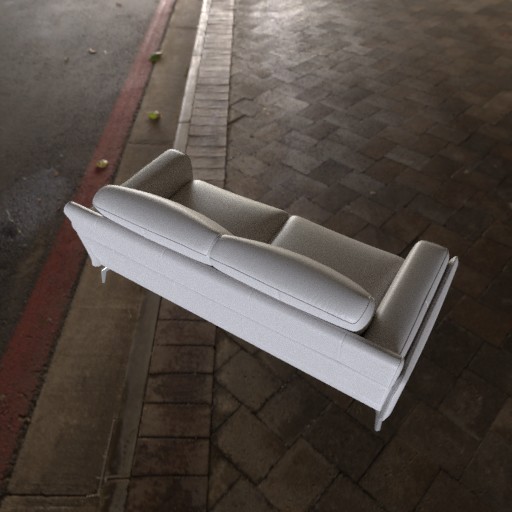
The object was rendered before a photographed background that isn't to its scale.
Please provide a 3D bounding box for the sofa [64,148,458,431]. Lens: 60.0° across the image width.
[{"bbox_3d":[0.000,0.000,2.651,2.101,0.930,1.049,24,50,21],"label":"sofa"}]
